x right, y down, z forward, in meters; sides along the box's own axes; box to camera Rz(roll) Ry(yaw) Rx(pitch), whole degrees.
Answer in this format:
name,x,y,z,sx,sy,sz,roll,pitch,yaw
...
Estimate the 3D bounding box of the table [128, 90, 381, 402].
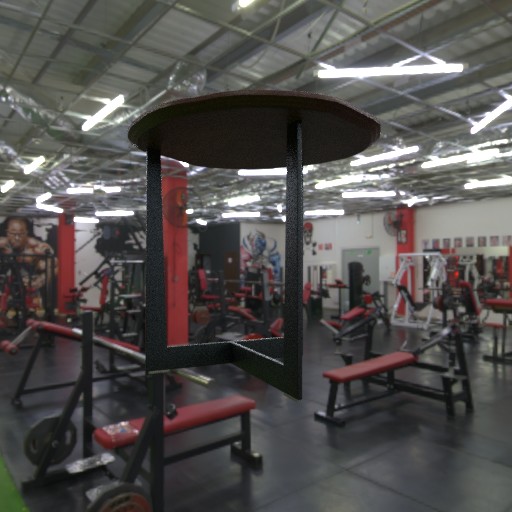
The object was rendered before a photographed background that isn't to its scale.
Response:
name,x,y,z,sx,sy,sz,roll,pitch,yaw
table,0.000,0.000,0.884,0.477,0.476,0.494,1,-1,-36
